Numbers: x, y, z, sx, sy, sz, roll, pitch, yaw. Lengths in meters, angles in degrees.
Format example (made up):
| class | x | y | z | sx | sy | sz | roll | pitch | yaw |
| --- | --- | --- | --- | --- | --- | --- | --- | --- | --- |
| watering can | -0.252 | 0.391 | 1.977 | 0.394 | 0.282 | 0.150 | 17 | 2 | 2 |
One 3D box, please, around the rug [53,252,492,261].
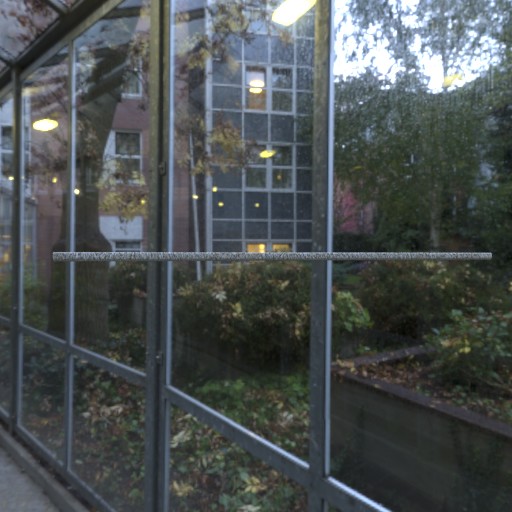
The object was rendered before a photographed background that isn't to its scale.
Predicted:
| class | x | y | z | sx | sy | sz | roll | pitch | yaw |
| --- | --- | --- | --- | --- | --- | --- | --- | --- | --- |
| rug | 0.000 | 0.000 | 2.073 | 1.600 | 0.027 | 1.200 | 0 | 0 | -17 |
